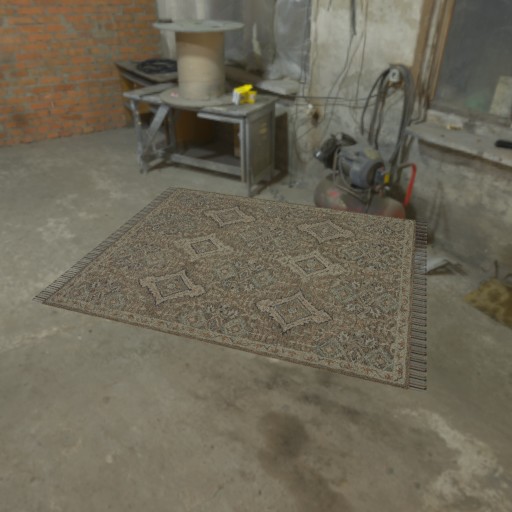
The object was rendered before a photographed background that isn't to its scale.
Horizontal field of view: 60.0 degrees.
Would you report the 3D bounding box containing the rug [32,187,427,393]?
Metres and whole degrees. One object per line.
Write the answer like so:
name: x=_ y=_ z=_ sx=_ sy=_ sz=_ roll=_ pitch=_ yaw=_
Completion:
rug: x=0.000 y=0.000 z=4.173 sx=3.056 sy=0.010 sz=2.437 roll=10 pitch=33 yaw=15
